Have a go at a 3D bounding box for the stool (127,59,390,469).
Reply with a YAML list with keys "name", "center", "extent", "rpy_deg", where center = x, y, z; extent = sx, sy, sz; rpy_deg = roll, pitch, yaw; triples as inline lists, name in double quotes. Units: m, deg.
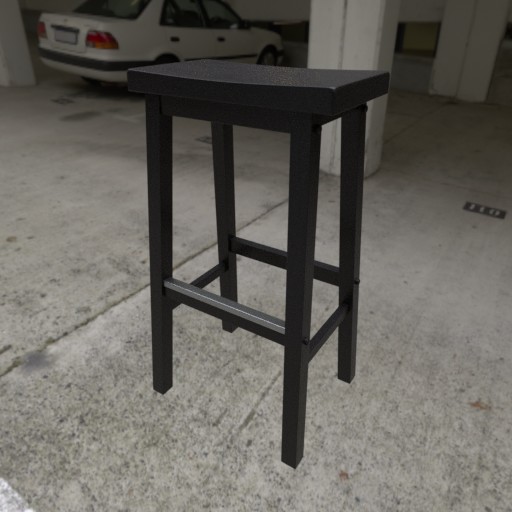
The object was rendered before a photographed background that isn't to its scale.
- name: "stool"
  center: [0.000, 0.000, 0.953]
  extent: [0.406, 0.742, 0.322]
  rpy_deg: [18, 33, 29]
